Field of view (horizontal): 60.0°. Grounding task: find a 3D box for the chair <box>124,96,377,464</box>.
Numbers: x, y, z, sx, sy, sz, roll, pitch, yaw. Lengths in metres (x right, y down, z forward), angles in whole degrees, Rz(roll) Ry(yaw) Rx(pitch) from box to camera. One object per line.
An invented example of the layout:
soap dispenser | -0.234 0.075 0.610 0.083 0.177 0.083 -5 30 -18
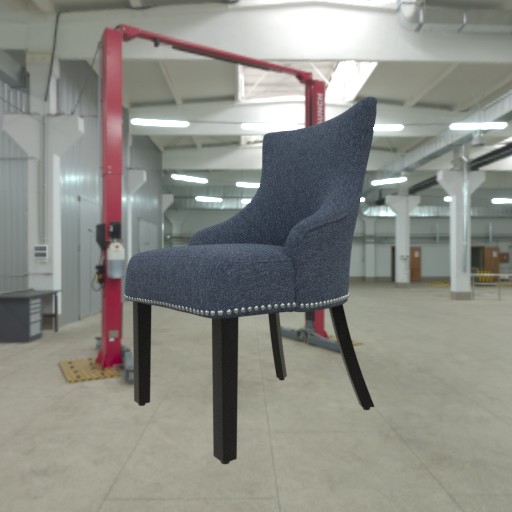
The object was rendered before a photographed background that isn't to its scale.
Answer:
chair | 0.000 0.000 1.315 0.629 0.909 0.566 0 0 -37
